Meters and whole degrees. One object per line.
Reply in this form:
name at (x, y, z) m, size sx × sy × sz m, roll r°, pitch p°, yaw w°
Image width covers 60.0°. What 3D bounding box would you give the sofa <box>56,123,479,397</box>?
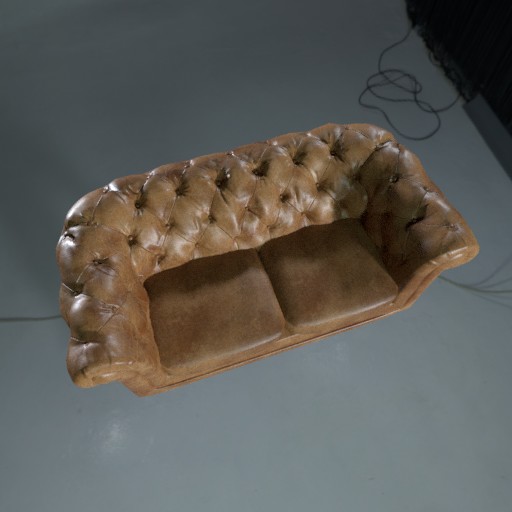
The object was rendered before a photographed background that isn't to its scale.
sofa at (0.000, 0.000, 2.504) m, size 1.979 × 0.877 × 1.042 m, roll -17°, pitch 63°, yaw -9°
